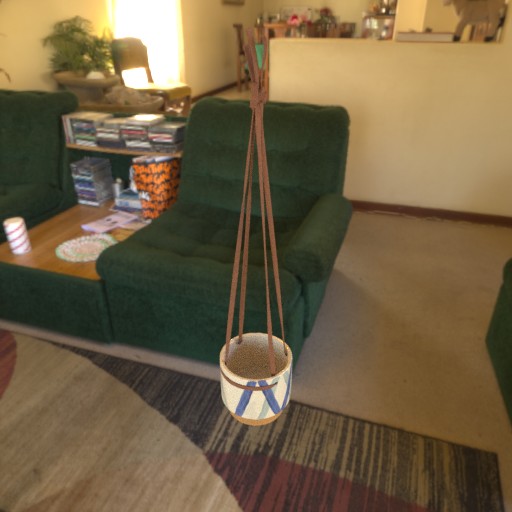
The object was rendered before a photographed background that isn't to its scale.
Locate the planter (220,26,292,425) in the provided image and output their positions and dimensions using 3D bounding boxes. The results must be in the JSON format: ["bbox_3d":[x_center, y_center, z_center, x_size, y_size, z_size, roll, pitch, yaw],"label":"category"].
[{"bbox_3d":[0.000,0.000,0.817,0.153,0.753,0.157,0,28,0],"label":"planter"}]
